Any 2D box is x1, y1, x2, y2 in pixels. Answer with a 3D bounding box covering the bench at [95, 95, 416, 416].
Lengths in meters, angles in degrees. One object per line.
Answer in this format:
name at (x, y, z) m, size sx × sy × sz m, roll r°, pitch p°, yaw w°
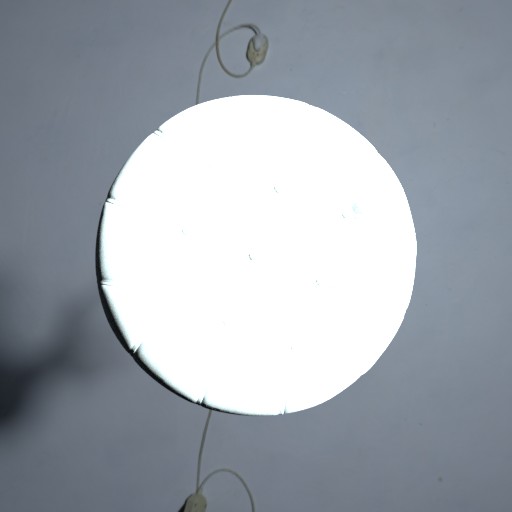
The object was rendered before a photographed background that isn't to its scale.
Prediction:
bench at (0.000, 0.000, 0.996) m, size 0.600 × 0.453 × 0.600 m, roll 0°, pitch 90°, yaw 1°
